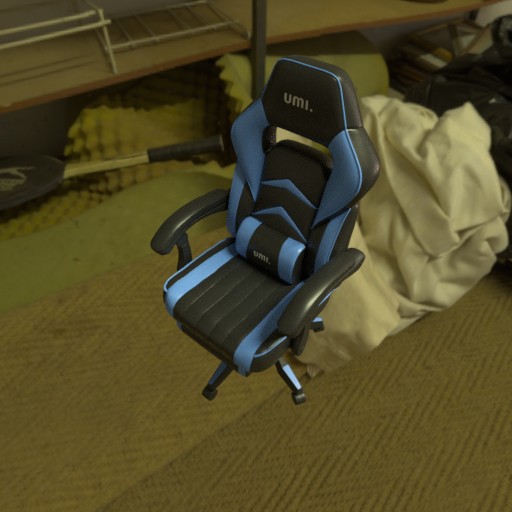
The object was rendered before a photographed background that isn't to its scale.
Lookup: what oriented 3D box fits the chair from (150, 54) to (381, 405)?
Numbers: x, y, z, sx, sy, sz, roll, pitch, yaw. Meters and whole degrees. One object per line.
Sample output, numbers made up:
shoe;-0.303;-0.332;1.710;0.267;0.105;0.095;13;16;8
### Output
chair;0.000;0.000;1.687;0.700;1.280;0.700;30;53;25
